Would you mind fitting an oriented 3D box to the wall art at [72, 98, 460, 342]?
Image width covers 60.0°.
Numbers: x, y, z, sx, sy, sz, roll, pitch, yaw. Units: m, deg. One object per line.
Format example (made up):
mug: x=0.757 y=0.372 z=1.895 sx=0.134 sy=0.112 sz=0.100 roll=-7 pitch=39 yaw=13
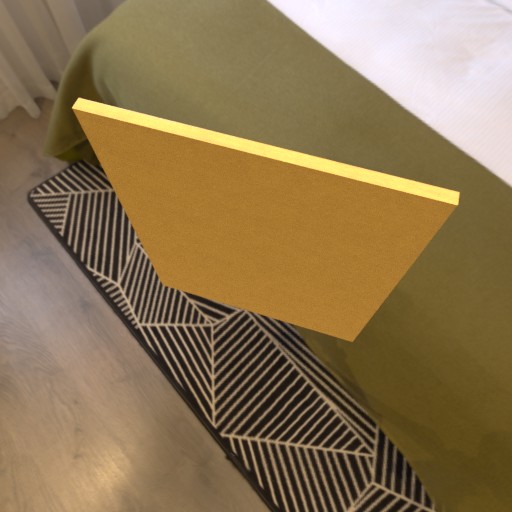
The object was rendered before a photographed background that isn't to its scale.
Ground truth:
wall art: x=0.000 y=0.000 z=1.336 sx=0.798 sy=1.002 sz=0.030 roll=16 pitch=66 yaw=7
